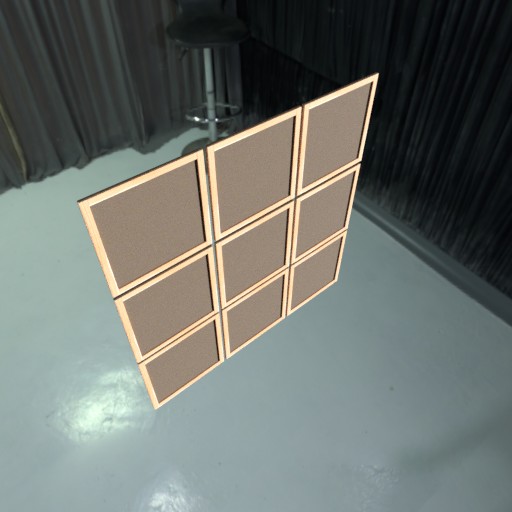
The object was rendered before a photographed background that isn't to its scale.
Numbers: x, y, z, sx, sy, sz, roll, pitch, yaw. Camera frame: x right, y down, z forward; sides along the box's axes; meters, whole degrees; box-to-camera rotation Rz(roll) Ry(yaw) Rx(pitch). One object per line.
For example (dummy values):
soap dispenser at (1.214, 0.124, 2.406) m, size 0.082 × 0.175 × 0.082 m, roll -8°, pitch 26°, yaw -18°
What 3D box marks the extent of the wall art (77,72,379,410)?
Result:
wall art at (0.000, 0.000, 1.868) m, size 1.216 × 1.218 × 0.013 m, roll -31°, pitch 54°, yaw -26°
